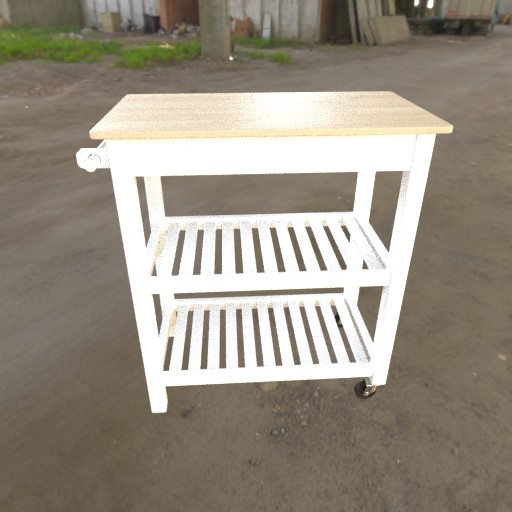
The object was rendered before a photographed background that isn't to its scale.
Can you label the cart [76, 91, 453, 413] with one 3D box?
[{"bbox_3d":[0.000,0.000,1.435,0.899,0.927,0.457,-2,30,-3],"label":"cart"}]
